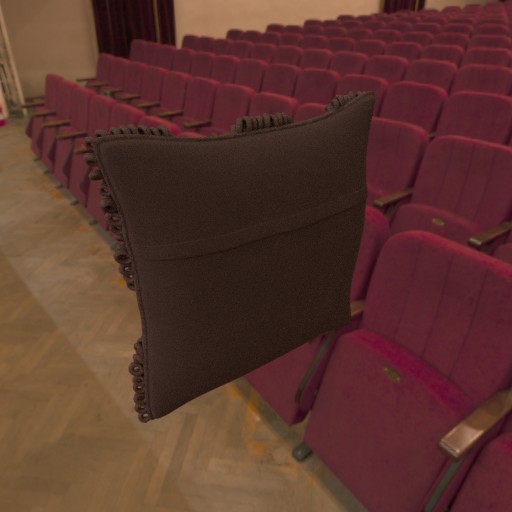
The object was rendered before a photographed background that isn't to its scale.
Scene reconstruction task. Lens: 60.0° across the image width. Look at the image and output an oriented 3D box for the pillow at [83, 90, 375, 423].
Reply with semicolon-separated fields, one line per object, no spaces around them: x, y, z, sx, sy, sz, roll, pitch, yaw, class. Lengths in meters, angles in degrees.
0.000;0.000;0.714;0.470;0.467;0.172;-19;35;-30;pillow
